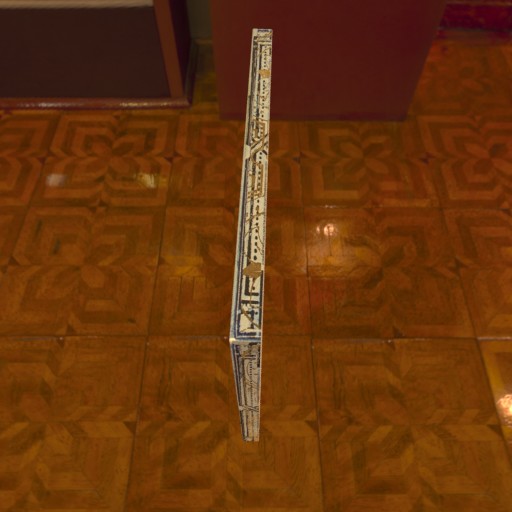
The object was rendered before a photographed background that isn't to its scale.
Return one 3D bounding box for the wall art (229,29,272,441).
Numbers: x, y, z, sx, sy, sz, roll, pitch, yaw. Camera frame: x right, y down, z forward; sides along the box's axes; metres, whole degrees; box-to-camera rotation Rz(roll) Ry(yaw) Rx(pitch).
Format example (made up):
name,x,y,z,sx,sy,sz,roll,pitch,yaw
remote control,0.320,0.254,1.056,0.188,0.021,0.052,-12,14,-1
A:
name,x,y,z,sx,sy,sz,roll,pitch,yaw
wall art,0.000,0.000,0.910,0.036,0.607,0.609,2,58,1
